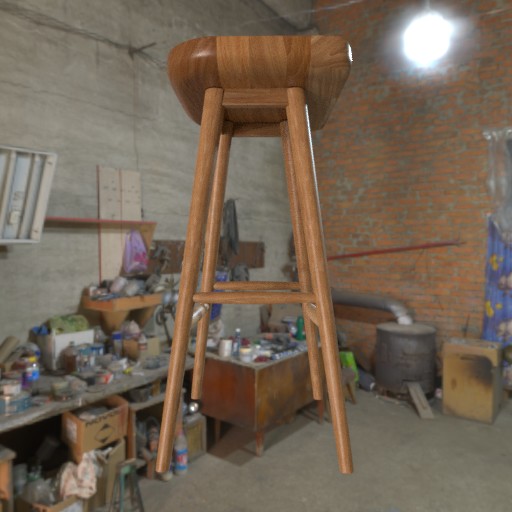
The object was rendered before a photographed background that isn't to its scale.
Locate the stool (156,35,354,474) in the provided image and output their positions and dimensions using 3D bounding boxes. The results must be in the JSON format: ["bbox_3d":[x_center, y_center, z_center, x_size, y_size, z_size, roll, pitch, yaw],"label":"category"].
[{"bbox_3d":[0.000,0.000,0.904,0.322,0.698,0.407,0,0,1],"label":"stool"}]
